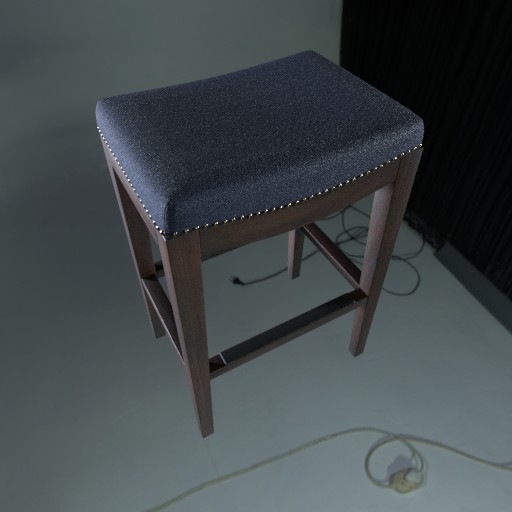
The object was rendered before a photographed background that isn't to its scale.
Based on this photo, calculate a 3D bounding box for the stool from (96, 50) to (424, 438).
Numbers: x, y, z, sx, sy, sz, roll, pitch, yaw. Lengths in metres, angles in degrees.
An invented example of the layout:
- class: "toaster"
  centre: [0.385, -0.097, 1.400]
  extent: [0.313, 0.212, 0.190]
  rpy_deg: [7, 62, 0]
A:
- class: "stool"
  centre: [0.000, 0.000, 1.023]
  extent: [0.498, 0.740, 0.358]
  rpy_deg: [-22, 50, -20]
